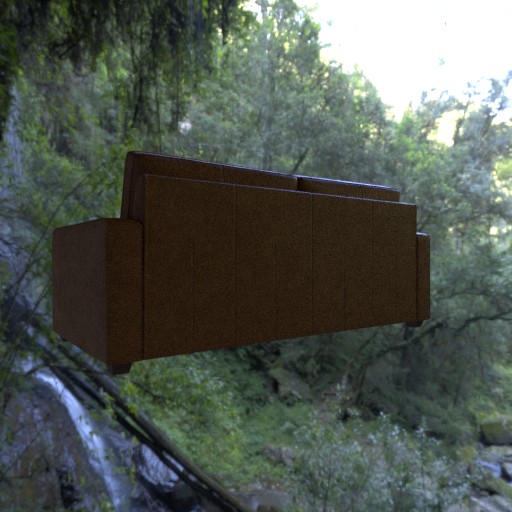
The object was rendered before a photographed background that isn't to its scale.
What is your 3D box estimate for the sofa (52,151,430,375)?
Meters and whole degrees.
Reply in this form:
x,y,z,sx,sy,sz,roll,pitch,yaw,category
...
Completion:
x,y,z,sx,sy,sz,roll,pitch,yaw,category
0.000,0.000,2.676,2.156,0.928,0.991,0,0,-36,sofa
